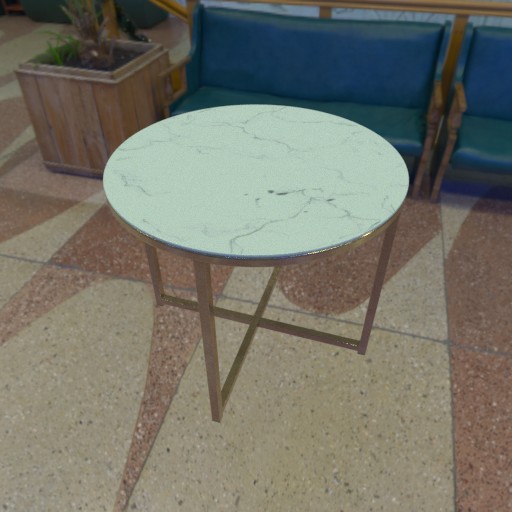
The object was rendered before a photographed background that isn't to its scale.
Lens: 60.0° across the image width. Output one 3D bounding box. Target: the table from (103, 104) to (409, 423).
[{"bbox_3d":[0.000,0.000,0.883,0.500,0.420,0.500,0,40,0],"label":"table"}]
